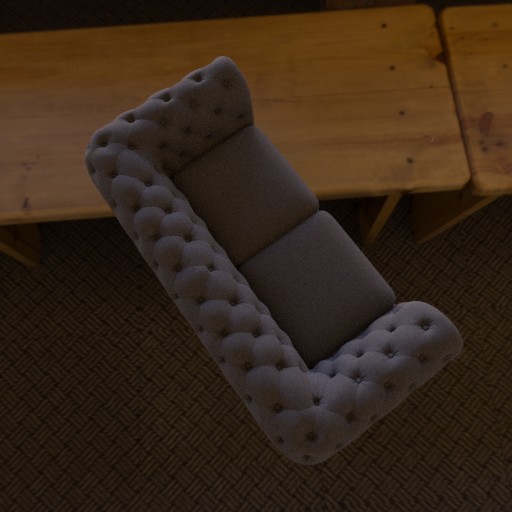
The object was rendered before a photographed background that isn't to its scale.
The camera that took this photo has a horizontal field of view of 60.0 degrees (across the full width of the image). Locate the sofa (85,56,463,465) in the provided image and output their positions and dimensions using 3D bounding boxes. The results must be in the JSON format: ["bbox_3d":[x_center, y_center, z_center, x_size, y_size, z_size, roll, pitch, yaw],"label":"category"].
[{"bbox_3d":[0.000,0.000,2.443,0.986,0.764,1.998,-35,78,-9],"label":"sofa"}]
